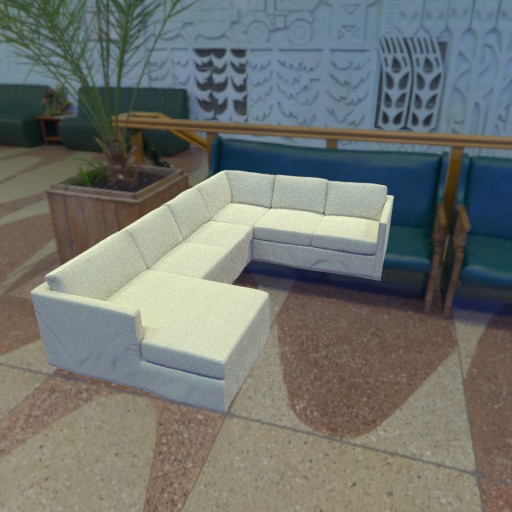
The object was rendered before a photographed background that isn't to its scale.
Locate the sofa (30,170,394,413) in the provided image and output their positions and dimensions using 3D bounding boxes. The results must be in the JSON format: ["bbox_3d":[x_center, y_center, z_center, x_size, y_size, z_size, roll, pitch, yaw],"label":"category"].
[{"bbox_3d":[0.000,0.000,4.531,2.448,0.882,3.464,9,27,17],"label":"sofa"}]
